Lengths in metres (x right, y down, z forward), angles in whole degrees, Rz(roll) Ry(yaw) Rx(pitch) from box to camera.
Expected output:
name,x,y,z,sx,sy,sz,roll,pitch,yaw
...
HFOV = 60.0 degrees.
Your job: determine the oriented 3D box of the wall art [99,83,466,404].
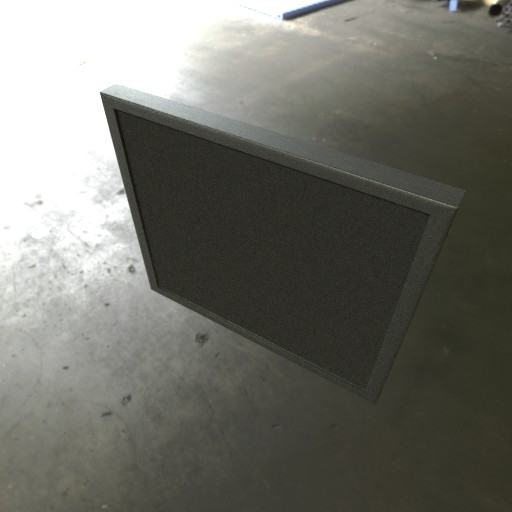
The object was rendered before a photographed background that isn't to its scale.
name,x,y,z,sx,sy,sz,roll,pitch,yaw
wall art,0.000,0.000,0.536,0.380,0.330,0.028,23,50,21
